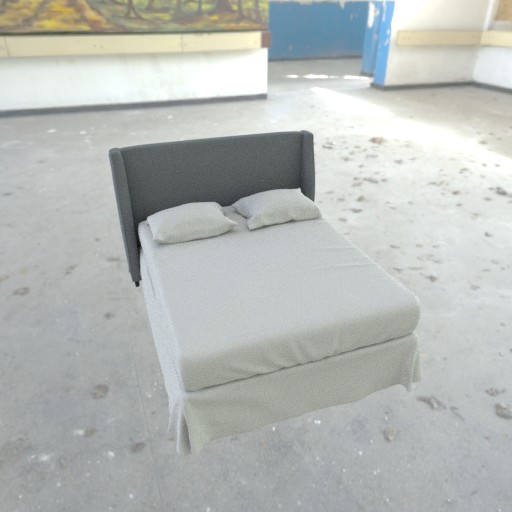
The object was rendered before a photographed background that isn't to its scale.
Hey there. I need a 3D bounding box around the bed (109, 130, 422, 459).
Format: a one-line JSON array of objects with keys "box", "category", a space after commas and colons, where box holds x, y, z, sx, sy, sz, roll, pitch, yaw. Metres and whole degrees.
[{"box": [0.000, 0.000, 3.515, 1.925, 1.332, 2.276, -10, 31, -17], "category": "bed"}]
